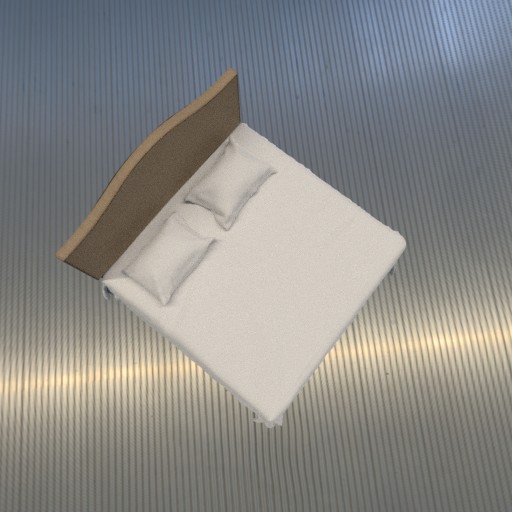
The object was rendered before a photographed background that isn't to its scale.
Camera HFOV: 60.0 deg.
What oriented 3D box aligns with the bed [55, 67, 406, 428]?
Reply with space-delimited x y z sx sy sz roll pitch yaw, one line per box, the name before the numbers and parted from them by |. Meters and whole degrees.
bed | 0.000 0.000 3.796 2.222 1.651 2.311 38 79 8
